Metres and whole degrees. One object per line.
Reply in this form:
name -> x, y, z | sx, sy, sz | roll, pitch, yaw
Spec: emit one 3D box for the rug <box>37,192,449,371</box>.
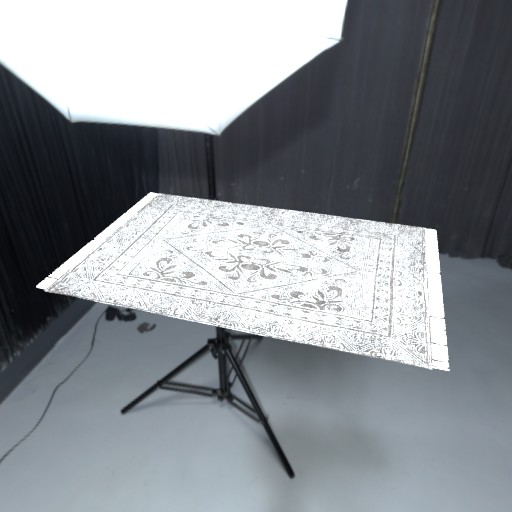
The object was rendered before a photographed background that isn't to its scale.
rug -> 0.000, 0.000, 3.091 | 2.440, 0.010, 1.529 | 9, 33, 14
